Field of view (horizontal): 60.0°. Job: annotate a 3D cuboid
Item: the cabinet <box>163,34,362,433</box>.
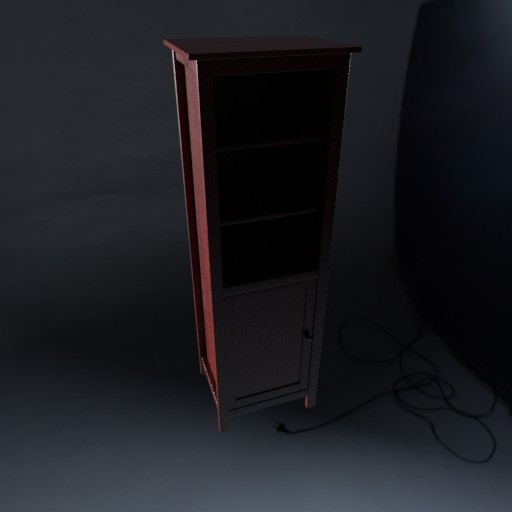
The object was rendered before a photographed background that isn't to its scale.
[{"bbox_3d":[0.000,0.000,1.742,0.500,1.518,0.401,-10,33,-16],"label":"cabinet"}]
